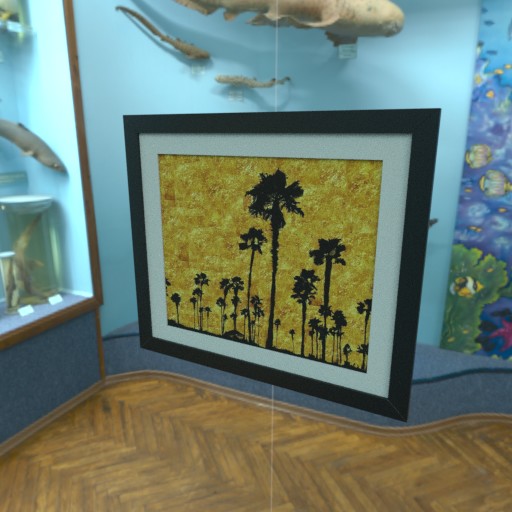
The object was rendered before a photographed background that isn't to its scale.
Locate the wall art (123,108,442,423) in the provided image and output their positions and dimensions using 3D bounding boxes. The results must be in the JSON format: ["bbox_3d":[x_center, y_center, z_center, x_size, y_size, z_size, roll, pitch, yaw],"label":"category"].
[{"bbox_3d":[0.000,0.000,0.536,0.383,0.332,0.012,8,17,26],"label":"wall art"}]
